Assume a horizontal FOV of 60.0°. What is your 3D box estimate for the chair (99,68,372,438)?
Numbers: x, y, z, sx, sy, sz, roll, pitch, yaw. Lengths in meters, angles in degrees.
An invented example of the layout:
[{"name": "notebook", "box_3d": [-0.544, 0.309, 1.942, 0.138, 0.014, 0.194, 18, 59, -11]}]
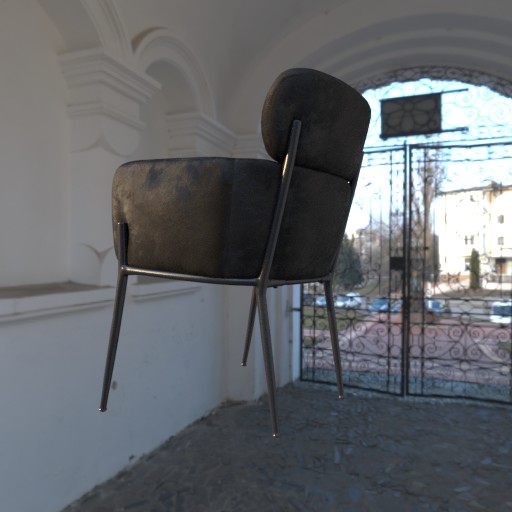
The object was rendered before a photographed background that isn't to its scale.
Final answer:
[{"name": "chair", "box_3d": [0.000, 0.000, 1.244, 0.604, 0.818, 0.640, 0, 0, 37]}]
